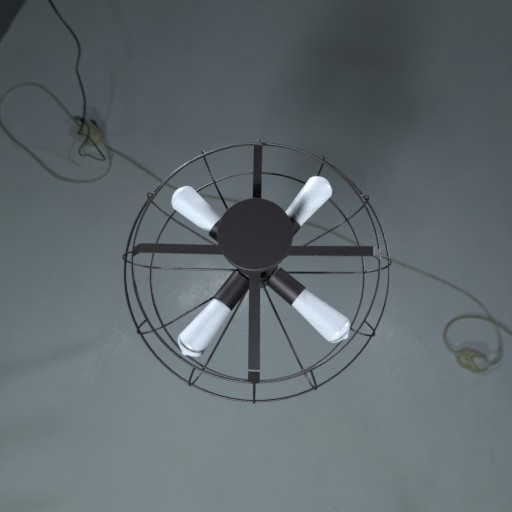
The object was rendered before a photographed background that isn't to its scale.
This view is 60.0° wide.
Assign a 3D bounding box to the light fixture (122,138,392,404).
[{"bbox_3d":[0.000,0.000,0.914,0.582,0.311,0.582,0,76,0],"label":"light fixture"}]
